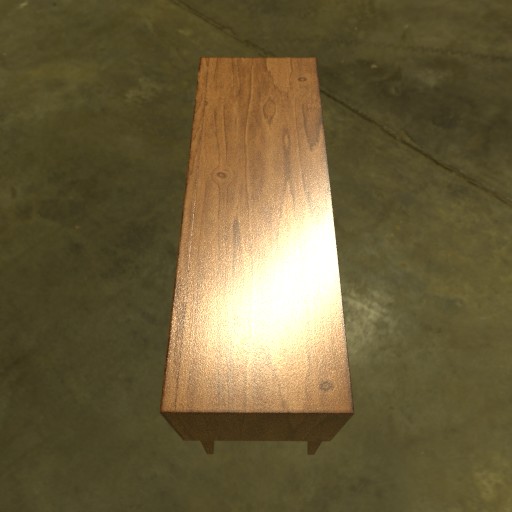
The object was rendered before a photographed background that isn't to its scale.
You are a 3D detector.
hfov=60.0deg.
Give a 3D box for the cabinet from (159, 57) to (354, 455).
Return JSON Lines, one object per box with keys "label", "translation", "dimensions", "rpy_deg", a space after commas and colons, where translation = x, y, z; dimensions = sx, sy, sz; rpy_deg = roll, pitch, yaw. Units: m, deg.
{"label": "cabinet", "translation": [0.000, 0.000, 1.751], "dimensions": [0.477, 0.802, 1.363], "rpy_deg": [0, 59, 0]}
